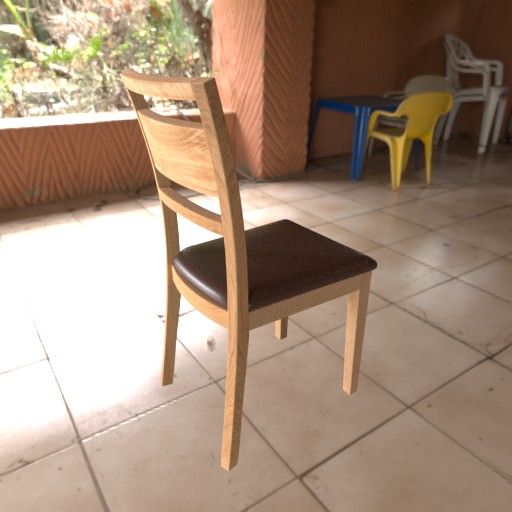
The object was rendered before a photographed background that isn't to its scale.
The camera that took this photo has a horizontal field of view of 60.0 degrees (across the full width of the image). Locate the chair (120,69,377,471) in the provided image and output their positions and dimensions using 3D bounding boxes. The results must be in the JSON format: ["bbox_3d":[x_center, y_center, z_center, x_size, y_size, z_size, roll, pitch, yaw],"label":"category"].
[{"bbox_3d":[0.000,0.000,1.213,0.545,0.940,0.420,-17,30,-31],"label":"chair"}]
